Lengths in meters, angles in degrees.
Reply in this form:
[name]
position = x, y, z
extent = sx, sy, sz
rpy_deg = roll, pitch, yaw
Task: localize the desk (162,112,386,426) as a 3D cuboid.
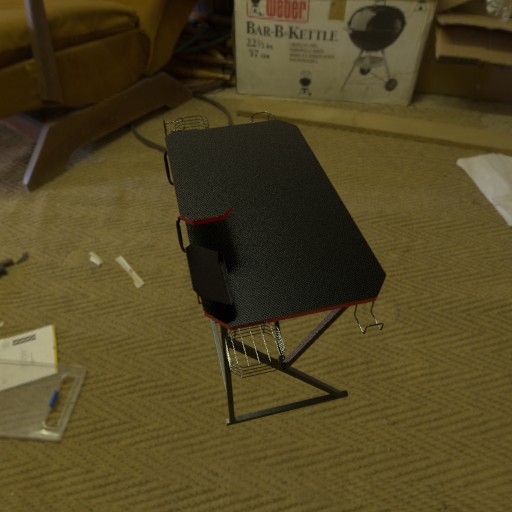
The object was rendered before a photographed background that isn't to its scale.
[desk]
position = 0.000, 0.000, 1.789
extent = 0.588, 0.913, 1.280
rpy_deg = -10, 47, -10
